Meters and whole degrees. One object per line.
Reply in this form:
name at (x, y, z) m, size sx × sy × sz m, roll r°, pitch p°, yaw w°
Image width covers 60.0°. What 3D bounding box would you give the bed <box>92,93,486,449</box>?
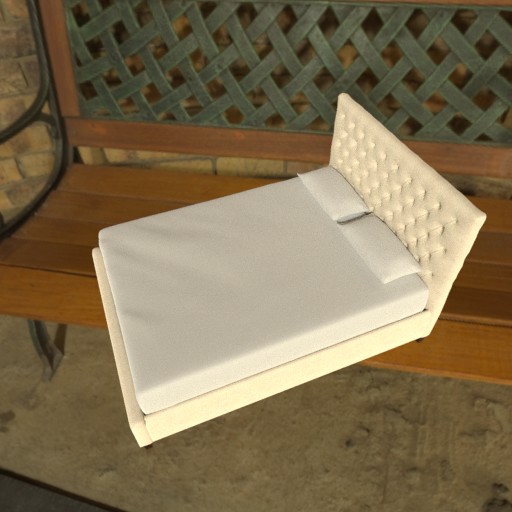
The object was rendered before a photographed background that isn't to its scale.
bed at (0.000, 0.000, 3.399) m, size 2.387 × 1.427 × 1.698 m, roll -17°, pitch 49°, yaw -15°
